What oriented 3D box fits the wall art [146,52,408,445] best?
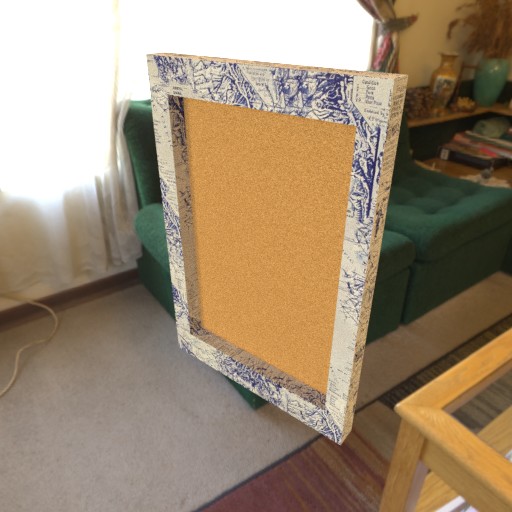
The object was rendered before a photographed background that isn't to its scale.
[{"bbox_3d":[0.000,0.000,0.746,0.408,0.601,0.040,22,36,32],"label":"wall art"}]
